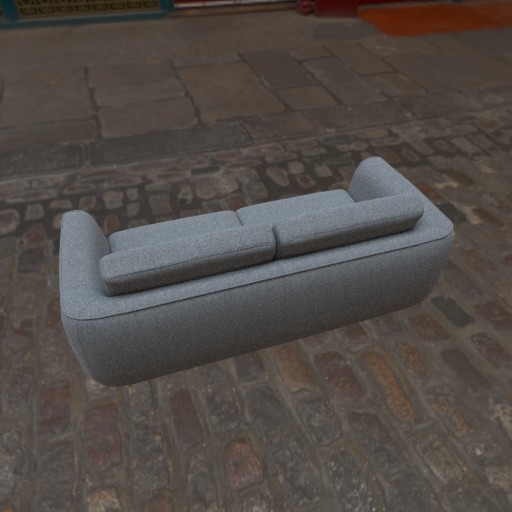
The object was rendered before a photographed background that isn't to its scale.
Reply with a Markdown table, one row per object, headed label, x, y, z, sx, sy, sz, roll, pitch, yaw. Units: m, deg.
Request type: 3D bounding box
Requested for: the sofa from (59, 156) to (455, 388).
| label | x | y | z | sx | sy | sz | roll | pitch | yaw |
| --- | --- | --- | --- | --- | --- | --- | --- | --- | --- |
| sofa | 0.000 | 0.000 | 2.473 | 2.000 | 0.870 | 0.920 | -12 | 43 | -14 |
